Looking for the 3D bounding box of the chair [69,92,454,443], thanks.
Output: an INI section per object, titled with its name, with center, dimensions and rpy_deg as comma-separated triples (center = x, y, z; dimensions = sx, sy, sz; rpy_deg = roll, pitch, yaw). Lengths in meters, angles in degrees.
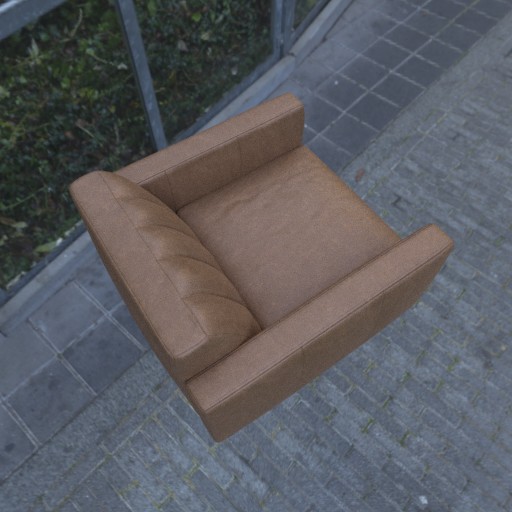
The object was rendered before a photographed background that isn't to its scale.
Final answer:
[chair]
center = 0.000, 0.000, 1.686
dimensions = 0.998, 0.819, 0.953
rpy_deg = -30, 63, -17
